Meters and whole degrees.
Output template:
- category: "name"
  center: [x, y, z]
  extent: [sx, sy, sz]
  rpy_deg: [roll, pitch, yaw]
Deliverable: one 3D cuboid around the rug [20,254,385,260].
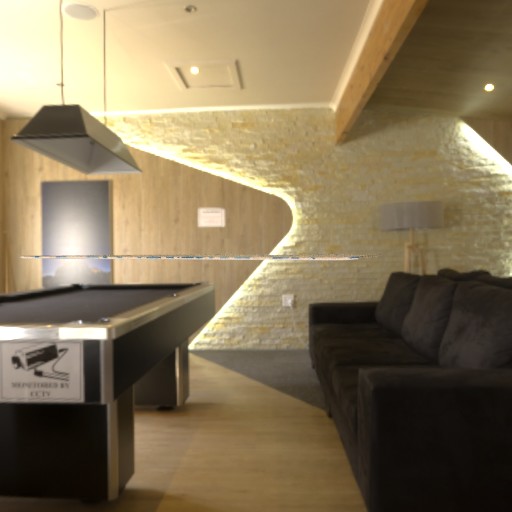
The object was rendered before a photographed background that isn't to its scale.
- category: "rug"
  center: [0.000, 0.000, 2.289]
  extent: [1.209, 0.011, 1.830]
  rpy_deg: [0, 0, 18]
